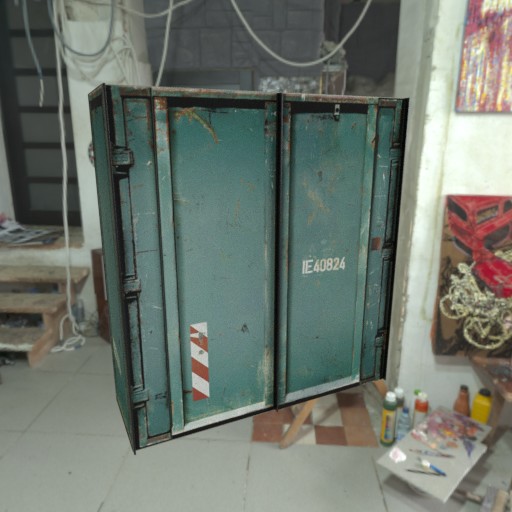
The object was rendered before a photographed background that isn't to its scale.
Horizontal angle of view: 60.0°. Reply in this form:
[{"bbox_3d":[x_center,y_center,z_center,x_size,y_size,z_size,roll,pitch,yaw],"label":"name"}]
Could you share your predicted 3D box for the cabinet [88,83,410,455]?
[{"bbox_3d":[0.000,0.000,3.170,2.000,2.160,0.680,-7,17,-25],"label":"cabinet"}]
